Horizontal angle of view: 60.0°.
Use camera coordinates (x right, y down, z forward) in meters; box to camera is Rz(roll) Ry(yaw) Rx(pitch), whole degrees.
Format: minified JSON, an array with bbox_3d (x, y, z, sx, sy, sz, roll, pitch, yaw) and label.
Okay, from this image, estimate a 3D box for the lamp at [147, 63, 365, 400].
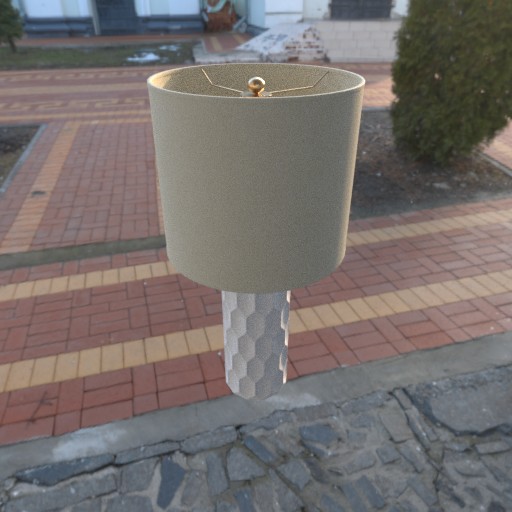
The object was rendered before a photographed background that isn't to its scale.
[{"bbox_3d":[0.000,0.000,0.709,0.277,0.537,0.277,0,30,1],"label":"lamp"}]
